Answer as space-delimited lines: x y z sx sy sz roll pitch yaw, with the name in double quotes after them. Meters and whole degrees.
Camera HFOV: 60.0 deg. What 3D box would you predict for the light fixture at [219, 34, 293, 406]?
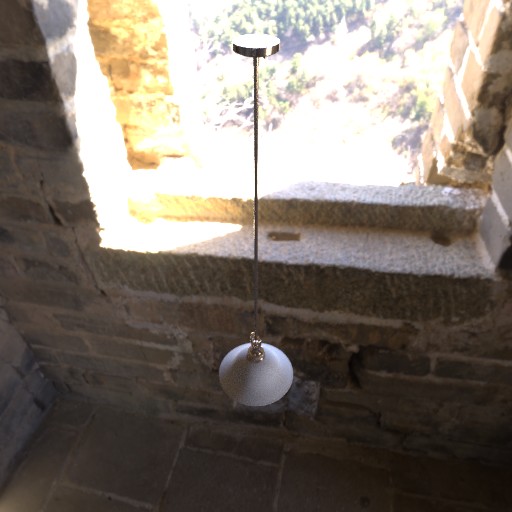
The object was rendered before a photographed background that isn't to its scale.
0.000 0.000 1.497 0.324 1.354 0.324 -25 47 -26 "light fixture"
